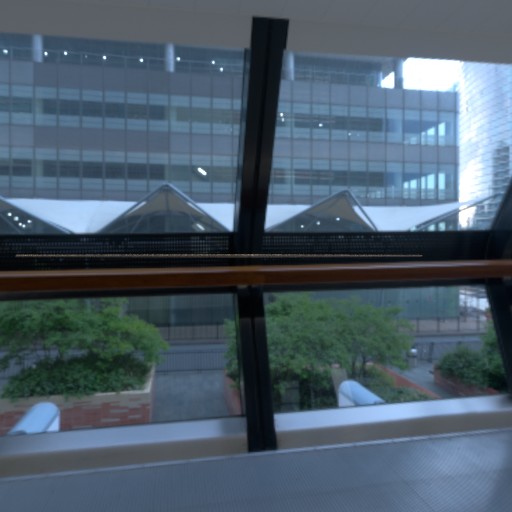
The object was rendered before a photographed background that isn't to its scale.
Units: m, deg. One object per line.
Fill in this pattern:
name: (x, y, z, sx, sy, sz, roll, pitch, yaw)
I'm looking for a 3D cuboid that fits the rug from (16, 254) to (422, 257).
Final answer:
rug: (0.000, 0.000, 2.221, 1.175, 0.008, 1.783, 0, 0, 34)
